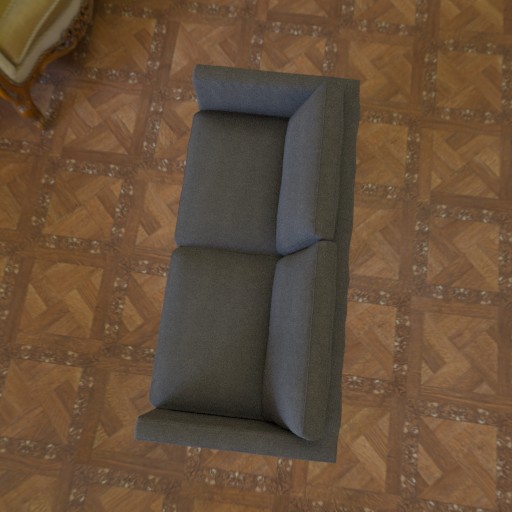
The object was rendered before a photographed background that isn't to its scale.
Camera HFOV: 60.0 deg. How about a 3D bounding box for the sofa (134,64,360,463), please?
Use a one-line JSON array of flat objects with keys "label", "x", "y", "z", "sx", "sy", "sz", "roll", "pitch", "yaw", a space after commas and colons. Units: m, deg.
[{"label": "sofa", "x": 0.000, "y": 0.000, "z": 2.476, "sx": 0.953, "sy": 0.855, "sz": 1.982, "roll": 6, "pitch": 77, "yaw": 1}]
